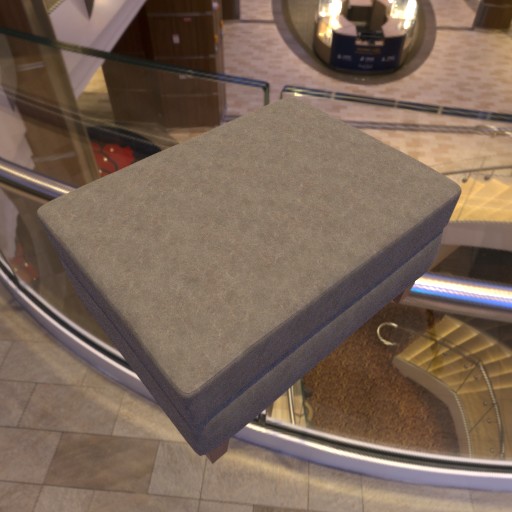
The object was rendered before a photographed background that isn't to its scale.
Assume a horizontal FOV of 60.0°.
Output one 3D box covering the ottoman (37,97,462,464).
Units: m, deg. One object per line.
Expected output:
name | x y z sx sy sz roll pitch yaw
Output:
ottoman | 0.000 0.000 1.202 0.839 0.464 0.639 -32 55 -27
